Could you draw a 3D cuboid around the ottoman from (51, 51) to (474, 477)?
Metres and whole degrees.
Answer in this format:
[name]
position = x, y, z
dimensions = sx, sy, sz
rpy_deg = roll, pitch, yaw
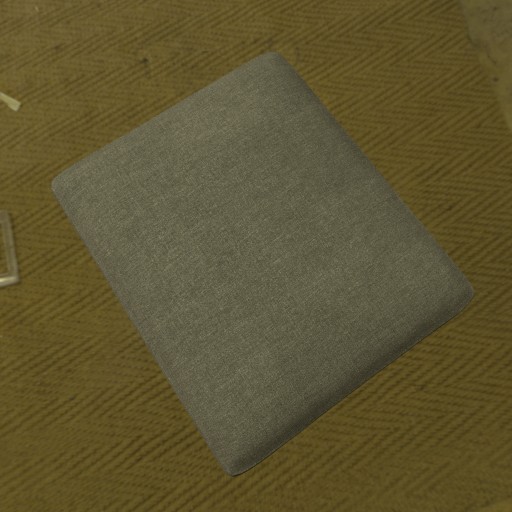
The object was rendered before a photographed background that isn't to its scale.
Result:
[ottoman]
position = 0.000, 0.000, 1.208
dimensions = 0.693, 0.474, 0.821
rpy_deg = -34, 78, -8
